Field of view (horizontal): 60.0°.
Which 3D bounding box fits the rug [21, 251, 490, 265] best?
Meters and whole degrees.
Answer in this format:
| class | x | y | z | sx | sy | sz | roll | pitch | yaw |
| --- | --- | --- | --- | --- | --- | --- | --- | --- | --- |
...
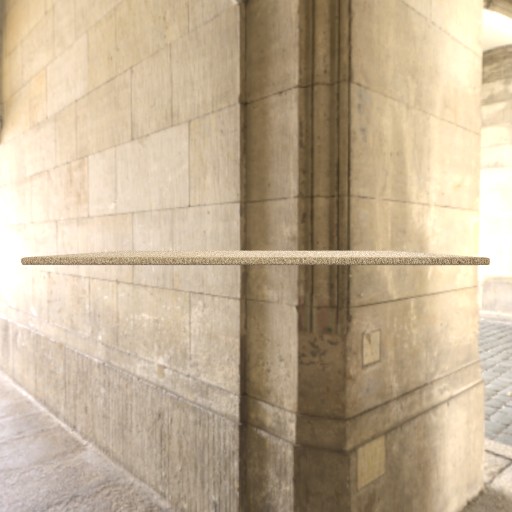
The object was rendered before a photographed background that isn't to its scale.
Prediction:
| class | x | y | z | sx | sy | sz | roll | pitch | yaw |
| --- | --- | --- | --- | --- | --- | --- | --- | --- | --- |
| rug | 0.000 | 0.000 | 2.274 | 1.778 | 0.030 | 1.219 | 0 | 2 | 1 |
